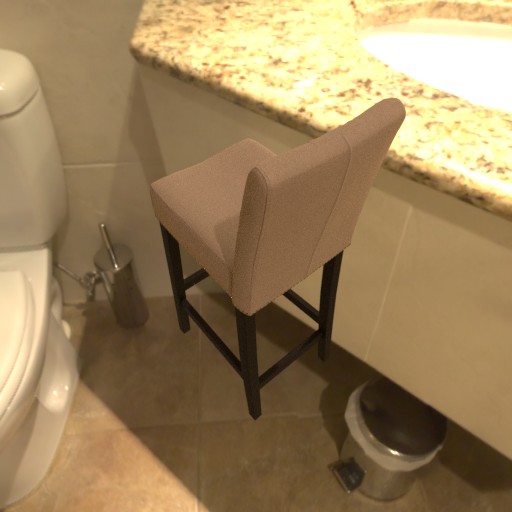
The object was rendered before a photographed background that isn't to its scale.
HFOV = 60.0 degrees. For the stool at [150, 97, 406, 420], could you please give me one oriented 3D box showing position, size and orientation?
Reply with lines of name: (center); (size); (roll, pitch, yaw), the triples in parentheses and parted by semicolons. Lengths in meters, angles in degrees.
stool: (0.000, 0.000, 1.334); (0.411, 1.047, 0.548); (-33, 54, -27)
